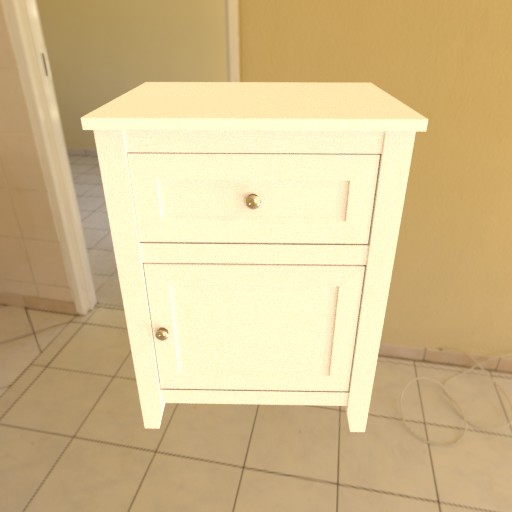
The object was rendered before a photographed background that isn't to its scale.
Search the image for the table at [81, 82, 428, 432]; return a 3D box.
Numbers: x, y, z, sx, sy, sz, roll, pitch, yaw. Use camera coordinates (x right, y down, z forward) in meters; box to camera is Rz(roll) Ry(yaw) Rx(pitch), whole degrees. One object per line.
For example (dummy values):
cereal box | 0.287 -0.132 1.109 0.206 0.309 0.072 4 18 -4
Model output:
table | 0.000 0.000 0.927 0.480 0.635 0.381 1 28 1
